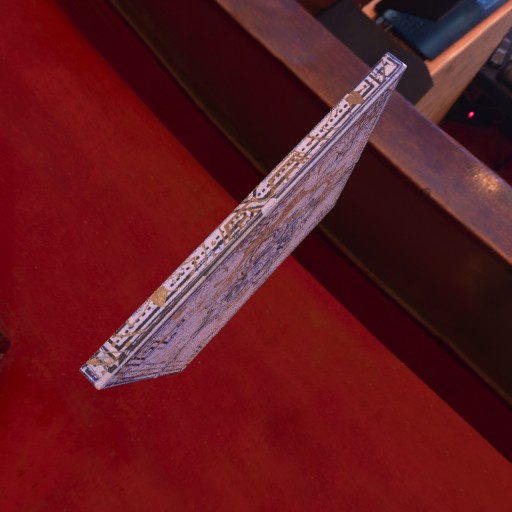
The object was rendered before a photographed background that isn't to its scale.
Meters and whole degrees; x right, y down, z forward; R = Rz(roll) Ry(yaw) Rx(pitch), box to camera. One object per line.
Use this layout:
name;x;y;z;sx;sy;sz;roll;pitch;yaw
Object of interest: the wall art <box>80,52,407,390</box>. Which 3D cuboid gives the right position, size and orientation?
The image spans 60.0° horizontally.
wall art;0.000;0.000;0.888;0.036;0.607;0.609;42;80;9
